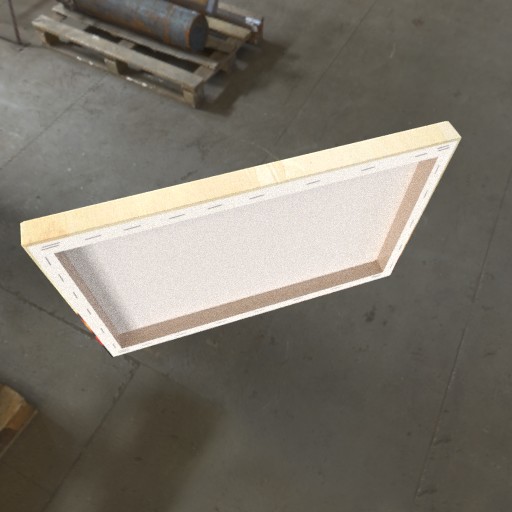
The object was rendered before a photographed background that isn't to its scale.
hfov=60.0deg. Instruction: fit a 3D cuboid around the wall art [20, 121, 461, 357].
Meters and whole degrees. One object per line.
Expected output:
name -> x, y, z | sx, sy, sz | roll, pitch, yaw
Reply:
wall art -> 0.000, 0.000, 0.770 | 0.613, 0.402, 0.040 | -15, 59, -9
